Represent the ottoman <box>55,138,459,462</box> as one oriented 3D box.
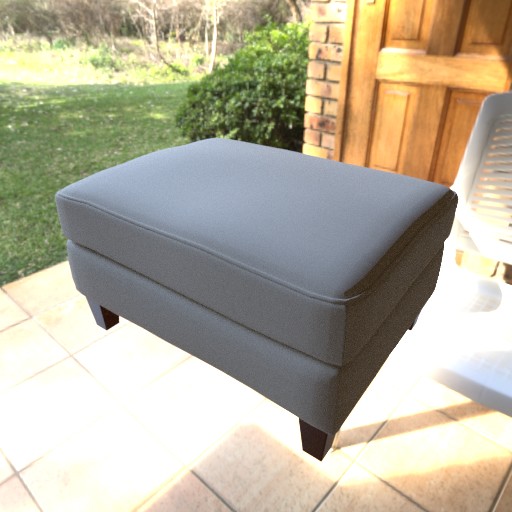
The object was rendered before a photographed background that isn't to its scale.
[{"bbox_3d":[0.000,0.000,1.174,0.818,0.479,0.634,20,36,31],"label":"ottoman"}]
